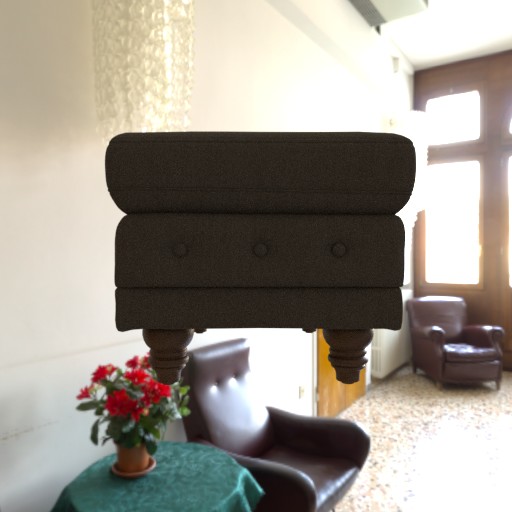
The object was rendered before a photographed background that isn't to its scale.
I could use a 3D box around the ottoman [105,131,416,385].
[{"bbox_3d":[0.000,0.000,1.157,0.569,0.500,0.771,0,0,-1],"label":"ottoman"}]
